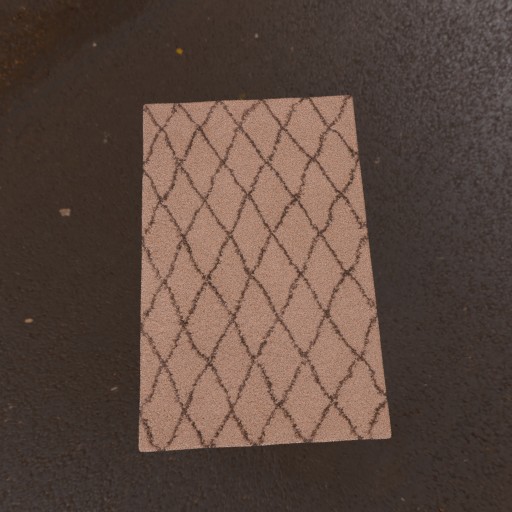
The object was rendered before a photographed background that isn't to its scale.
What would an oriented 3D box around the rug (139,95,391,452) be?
[{"bbox_3d":[0.000,0.000,3.446,1.778,0.030,2.743,-3,76,-1],"label":"rug"}]
